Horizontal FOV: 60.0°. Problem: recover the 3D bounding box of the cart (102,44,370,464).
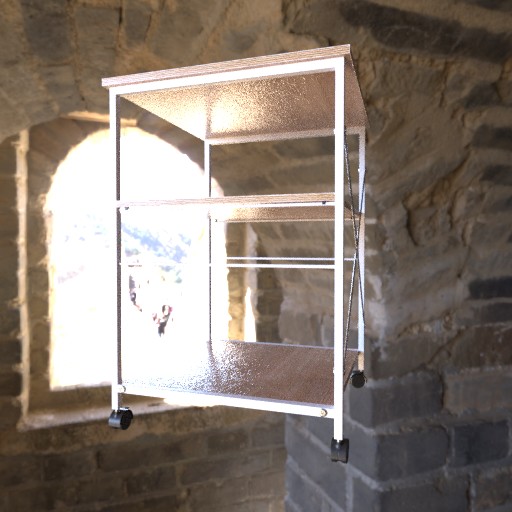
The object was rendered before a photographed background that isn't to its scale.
[{"bbox_3d":[0.000,0.000,1.118,0.520,0.762,0.521,0,1,18],"label":"cart"}]
